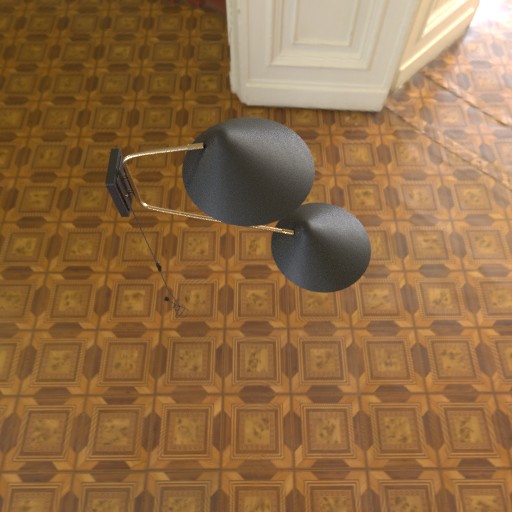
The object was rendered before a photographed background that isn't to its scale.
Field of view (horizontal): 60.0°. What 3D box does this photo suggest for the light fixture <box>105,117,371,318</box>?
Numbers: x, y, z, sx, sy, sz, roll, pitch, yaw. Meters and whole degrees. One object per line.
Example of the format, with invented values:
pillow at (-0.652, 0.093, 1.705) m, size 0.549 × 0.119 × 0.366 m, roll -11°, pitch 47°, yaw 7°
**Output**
light fixture at (0.000, 0.000, 0.849) m, size 0.422 × 0.665 × 0.189 m, roll -1°, pitch 63°, yaw 0°
